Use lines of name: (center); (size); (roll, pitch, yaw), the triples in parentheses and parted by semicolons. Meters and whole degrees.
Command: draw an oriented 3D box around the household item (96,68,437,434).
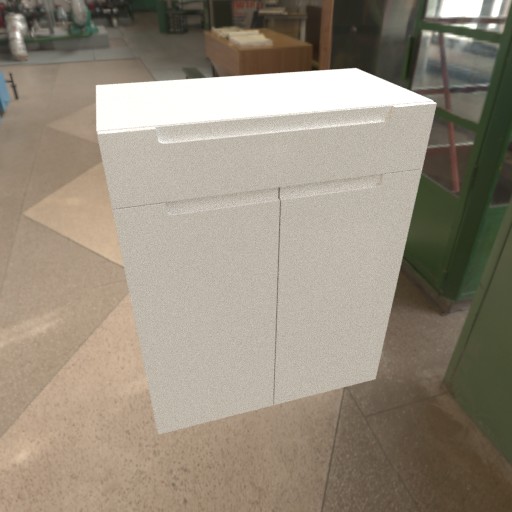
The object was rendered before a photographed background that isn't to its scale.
household item: (0.000, 0.000, 1.424); (0.790, 1.010, 0.420); (-10, 35, -14)
